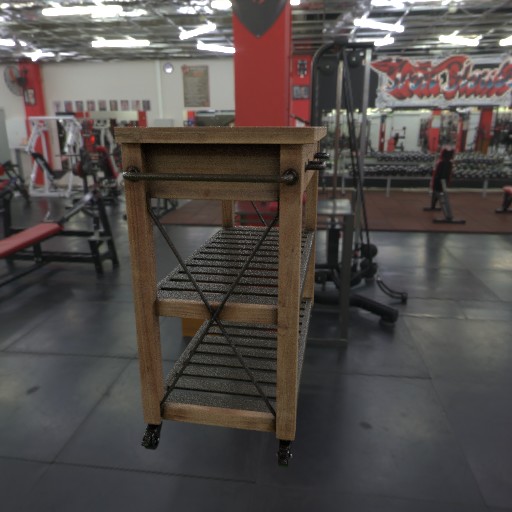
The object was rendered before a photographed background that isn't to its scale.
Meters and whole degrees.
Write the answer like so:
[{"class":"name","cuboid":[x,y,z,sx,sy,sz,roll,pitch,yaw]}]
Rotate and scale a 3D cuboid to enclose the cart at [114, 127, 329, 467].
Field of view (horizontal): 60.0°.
[{"class":"cart","cuboid":[0.000,0.000,0.990,0.298,0.554,0.686,3,17,10]}]
